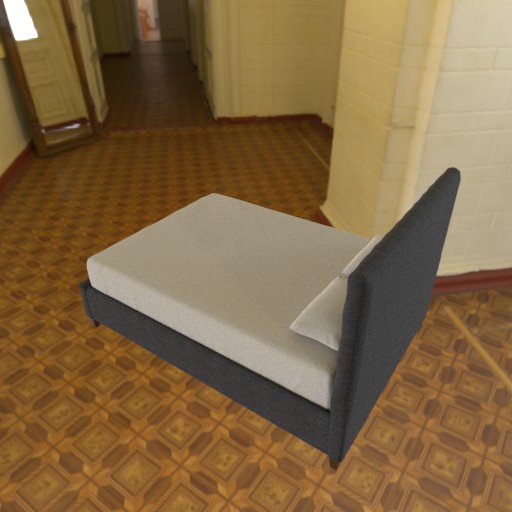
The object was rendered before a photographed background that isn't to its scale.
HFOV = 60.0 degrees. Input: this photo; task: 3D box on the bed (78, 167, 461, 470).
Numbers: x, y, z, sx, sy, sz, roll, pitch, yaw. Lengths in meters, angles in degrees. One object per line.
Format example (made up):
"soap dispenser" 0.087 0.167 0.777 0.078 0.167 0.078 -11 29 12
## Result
"bed" 0.000 0.000 3.464 2.387 1.427 1.698 20 37 29
